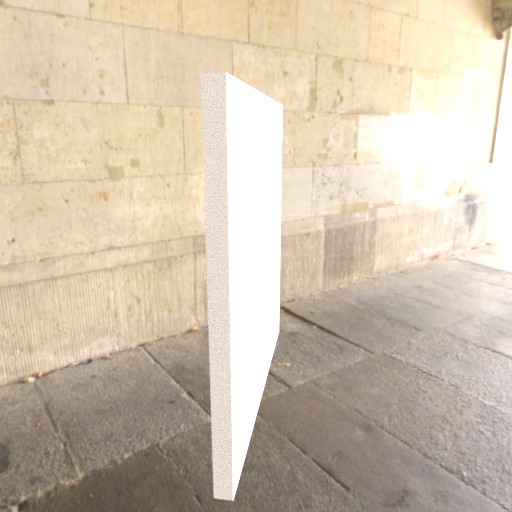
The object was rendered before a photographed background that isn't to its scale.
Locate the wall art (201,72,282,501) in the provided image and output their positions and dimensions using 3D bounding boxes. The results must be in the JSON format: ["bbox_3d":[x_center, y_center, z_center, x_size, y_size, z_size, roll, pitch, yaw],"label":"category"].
[{"bbox_3d":[0.000,0.000,0.815,0.028,0.559,0.559,3,16,9],"label":"wall art"}]
